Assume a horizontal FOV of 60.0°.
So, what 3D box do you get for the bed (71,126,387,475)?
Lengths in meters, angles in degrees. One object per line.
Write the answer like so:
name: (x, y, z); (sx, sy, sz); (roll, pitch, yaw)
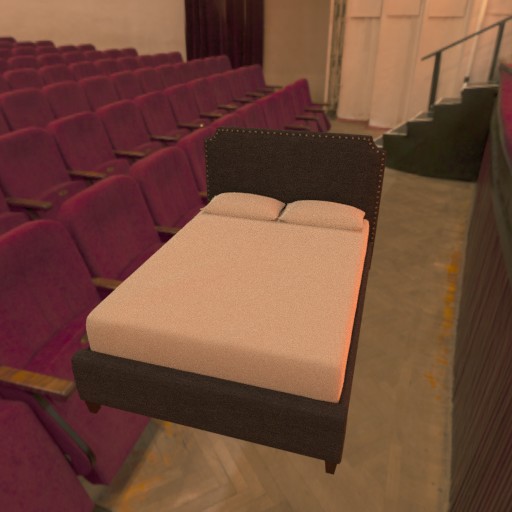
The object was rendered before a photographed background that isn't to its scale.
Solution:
bed: (0.000, 0.000, 3.391); (1.713, 1.443, 2.372); (8, 28, 15)
